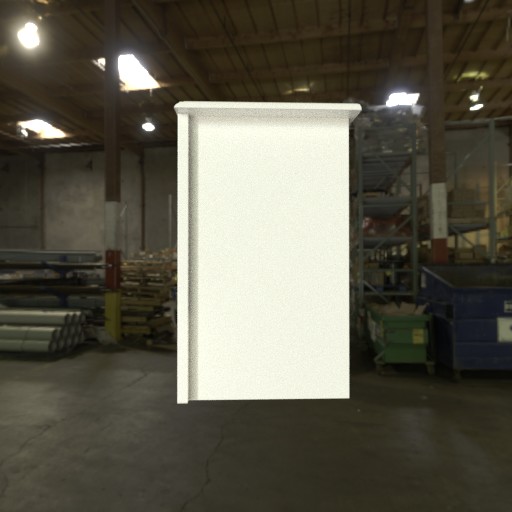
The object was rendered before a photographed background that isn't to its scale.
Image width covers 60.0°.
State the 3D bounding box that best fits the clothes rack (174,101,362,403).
[{"bbox_3d":[0.000,0.000,1.323,0.324,0.531,1.120,0,-1,-2],"label":"clothes rack"}]
